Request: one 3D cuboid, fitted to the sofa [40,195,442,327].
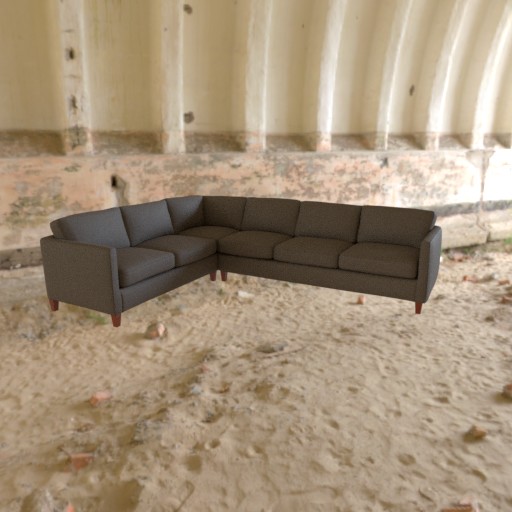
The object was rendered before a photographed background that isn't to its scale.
[{"bbox_3d":[0.000,0.000,4.548,3.302,0.947,2.593,7,16,27],"label":"sofa"}]
